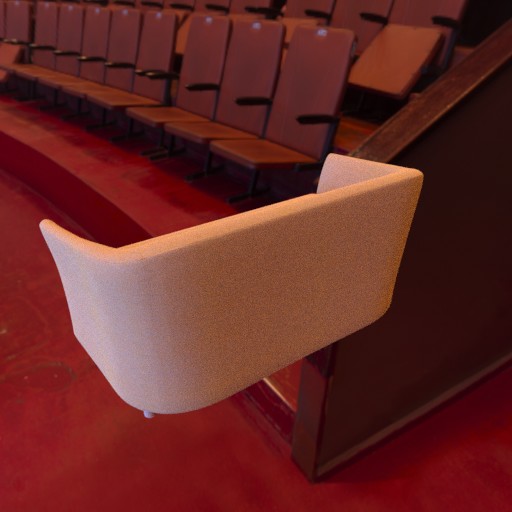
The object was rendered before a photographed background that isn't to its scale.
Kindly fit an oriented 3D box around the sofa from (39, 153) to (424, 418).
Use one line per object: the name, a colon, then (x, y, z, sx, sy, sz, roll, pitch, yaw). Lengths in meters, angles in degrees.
sofa: (0.000, 0.000, 1.831, 1.452, 0.721, 0.705, -19, 35, -29)
